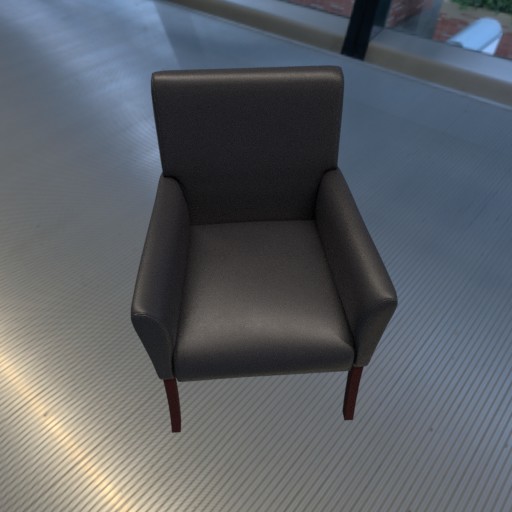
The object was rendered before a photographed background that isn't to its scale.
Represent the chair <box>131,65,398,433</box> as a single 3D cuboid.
[{"bbox_3d":[0.000,0.000,1.498,0.683,0.951,0.772,-3,47,-3],"label":"chair"}]
